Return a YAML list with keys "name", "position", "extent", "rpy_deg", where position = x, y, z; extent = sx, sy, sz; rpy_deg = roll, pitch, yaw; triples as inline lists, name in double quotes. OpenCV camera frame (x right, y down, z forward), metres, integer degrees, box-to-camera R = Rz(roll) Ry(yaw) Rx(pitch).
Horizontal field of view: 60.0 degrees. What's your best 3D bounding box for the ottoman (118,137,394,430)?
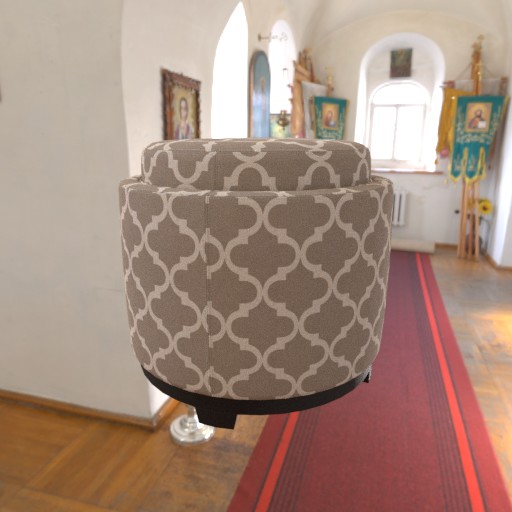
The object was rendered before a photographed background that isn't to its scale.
- name: "ottoman"
  position: [0.000, 0.000, 0.832]
  extent: [0.480, 0.429, 0.480]
  rpy_deg: [0, 16, 0]
